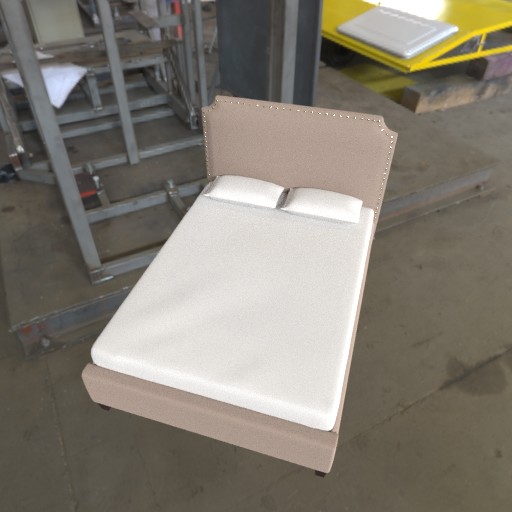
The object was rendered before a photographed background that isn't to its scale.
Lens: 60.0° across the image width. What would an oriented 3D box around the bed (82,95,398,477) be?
[{"bbox_3d":[0.000,0.000,3.375,1.713,1.443,2.372,12,43,13],"label":"bed"}]
